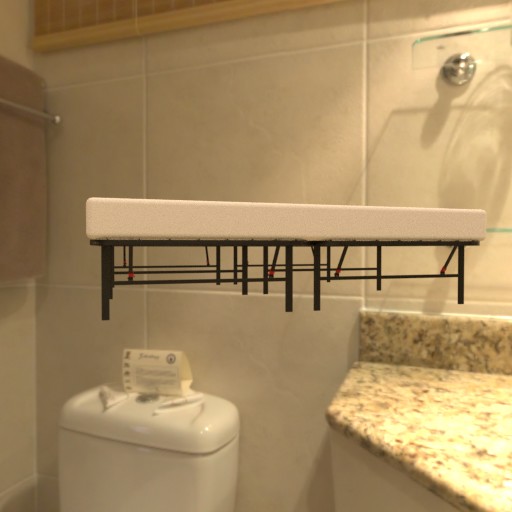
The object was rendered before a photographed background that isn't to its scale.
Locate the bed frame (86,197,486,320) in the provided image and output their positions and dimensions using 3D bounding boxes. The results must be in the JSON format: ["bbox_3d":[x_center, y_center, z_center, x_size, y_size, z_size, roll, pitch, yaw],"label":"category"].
[{"bbox_3d":[0.000,0.000,3.016,2.033,0.525,1.935,0,1,-17],"label":"bed frame"}]
